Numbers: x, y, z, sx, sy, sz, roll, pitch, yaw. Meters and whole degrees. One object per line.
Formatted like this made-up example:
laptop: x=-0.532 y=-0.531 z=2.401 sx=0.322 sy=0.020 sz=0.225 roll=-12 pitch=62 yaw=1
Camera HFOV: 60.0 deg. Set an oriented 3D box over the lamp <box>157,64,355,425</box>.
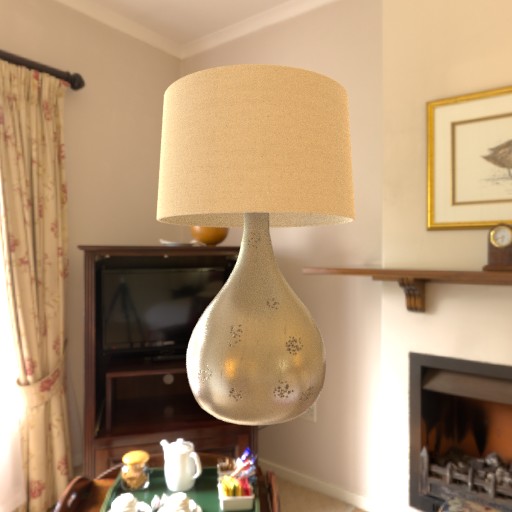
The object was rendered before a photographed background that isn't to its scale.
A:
lamp: x=0.000 y=0.000 z=0.754 sx=0.330 sy=0.521 sz=0.330 roll=0 pitch=0 yaw=0
